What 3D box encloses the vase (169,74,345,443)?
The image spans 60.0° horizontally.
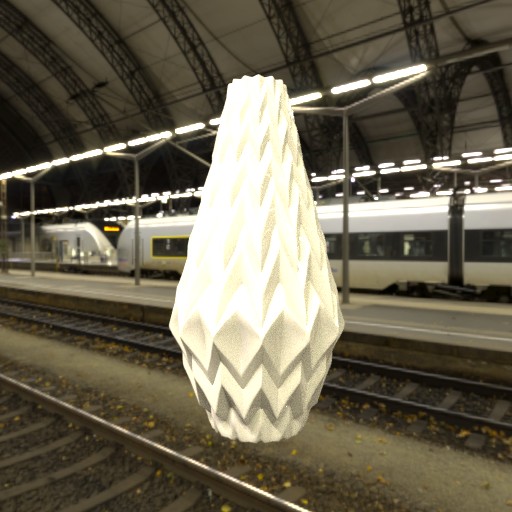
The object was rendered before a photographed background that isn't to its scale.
[{"bbox_3d":[0.000,0.000,0.429,0.167,0.328,0.167,0,1,0],"label":"vase"}]
